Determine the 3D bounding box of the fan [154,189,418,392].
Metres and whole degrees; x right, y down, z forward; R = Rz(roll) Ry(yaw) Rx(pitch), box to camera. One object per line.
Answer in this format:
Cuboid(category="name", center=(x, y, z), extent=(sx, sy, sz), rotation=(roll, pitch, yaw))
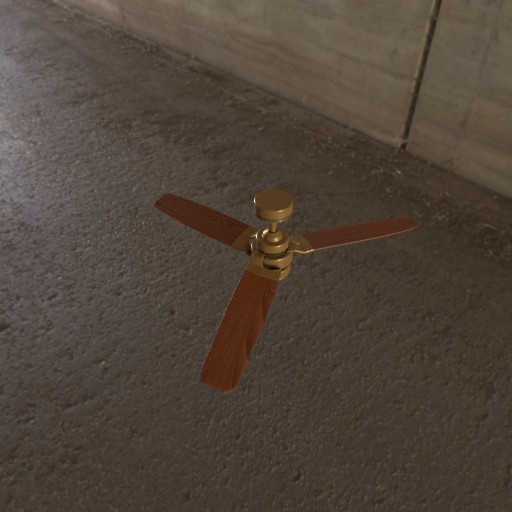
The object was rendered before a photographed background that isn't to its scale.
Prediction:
Cuboid(category="fan", center=(0.000, 0.000, 2.003), extent=(1.416, 0.425, 1.271), rotation=(11, 43, 13))
